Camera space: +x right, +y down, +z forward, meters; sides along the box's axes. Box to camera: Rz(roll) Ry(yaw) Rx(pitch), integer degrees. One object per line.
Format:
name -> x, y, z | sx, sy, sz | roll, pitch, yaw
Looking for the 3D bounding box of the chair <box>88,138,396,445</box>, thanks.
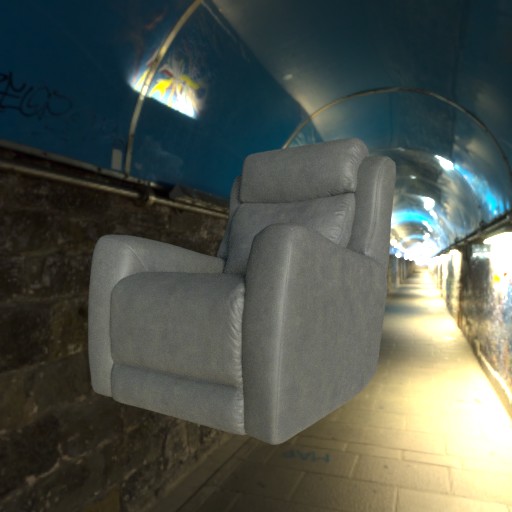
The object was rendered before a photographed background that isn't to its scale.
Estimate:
chair -> 0.000, 0.000, 1.917 | 0.965, 1.116, 1.068 | 0, -1, 36
